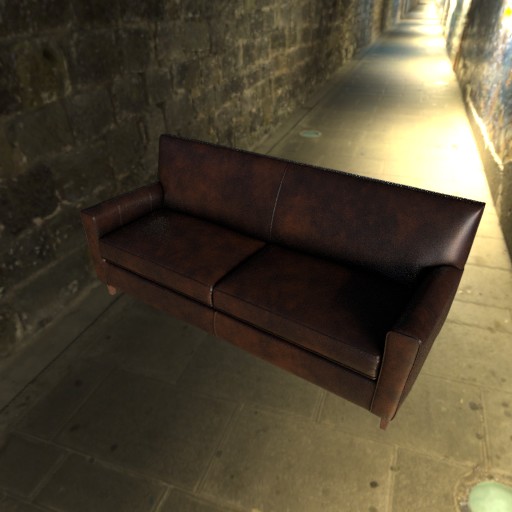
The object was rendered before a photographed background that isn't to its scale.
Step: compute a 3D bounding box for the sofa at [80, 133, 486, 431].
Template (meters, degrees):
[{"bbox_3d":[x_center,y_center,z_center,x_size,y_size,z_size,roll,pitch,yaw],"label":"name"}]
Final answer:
[{"bbox_3d":[0.000,0.000,2.429,1.995,0.871,0.786,19,36,29],"label":"sofa"}]
